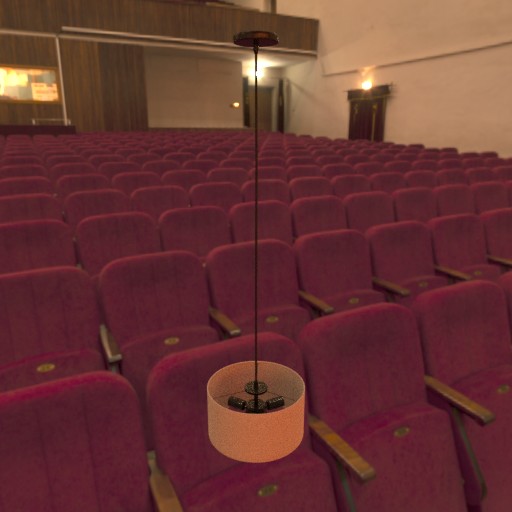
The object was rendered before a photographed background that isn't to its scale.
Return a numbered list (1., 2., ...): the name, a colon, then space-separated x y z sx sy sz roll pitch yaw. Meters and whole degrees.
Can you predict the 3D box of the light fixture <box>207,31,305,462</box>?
1. light fixture: 0.000 0.000 1.672 0.399 1.516 0.399 0 15 0
